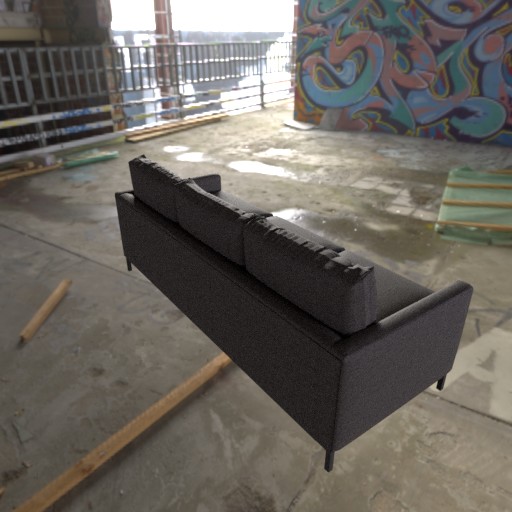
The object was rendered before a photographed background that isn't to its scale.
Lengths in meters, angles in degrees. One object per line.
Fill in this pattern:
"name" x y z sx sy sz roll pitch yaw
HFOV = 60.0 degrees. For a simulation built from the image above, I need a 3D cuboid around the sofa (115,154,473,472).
"sofa" 0.000 0.000 2.656 0.876 0.882 2.253 -18 32 -32
